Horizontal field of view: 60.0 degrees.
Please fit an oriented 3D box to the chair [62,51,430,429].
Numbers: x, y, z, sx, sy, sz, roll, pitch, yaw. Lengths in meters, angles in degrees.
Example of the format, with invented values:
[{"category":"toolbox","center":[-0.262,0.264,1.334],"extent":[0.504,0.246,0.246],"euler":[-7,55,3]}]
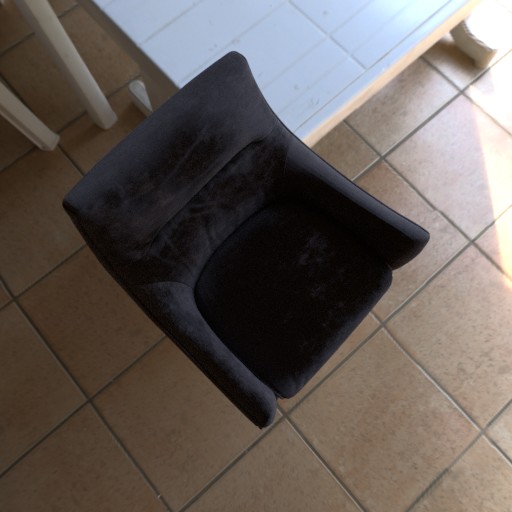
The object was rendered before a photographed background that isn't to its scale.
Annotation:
[{"category":"chair","center":[0.000,0.000,1.460],"extent":[0.787,0.838,0.762],"euler":[42,78,11]}]
